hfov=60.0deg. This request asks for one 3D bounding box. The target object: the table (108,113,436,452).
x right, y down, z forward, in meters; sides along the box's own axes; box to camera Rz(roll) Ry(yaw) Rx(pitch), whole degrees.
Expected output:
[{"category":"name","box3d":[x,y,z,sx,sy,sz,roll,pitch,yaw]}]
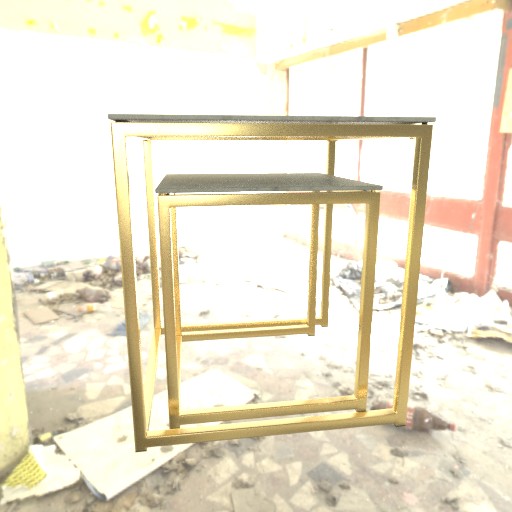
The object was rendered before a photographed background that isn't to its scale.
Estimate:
[{"category":"table","box3d":[0.000,0.000,0.871,0.450,0.500,0.450,-2,14,-8]}]
